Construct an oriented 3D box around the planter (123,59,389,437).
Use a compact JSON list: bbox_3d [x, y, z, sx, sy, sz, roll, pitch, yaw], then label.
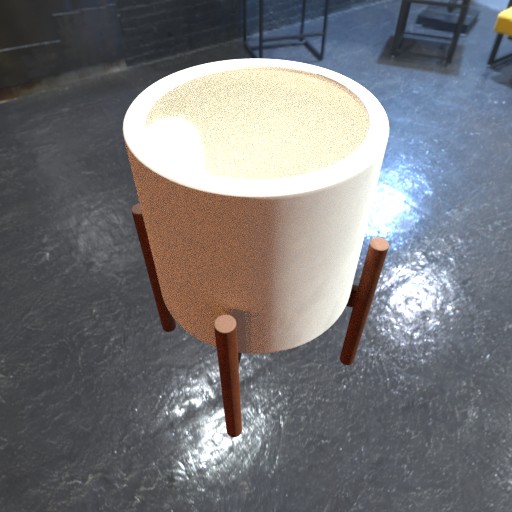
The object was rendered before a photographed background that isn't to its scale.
[{"bbox_3d":[0.000,0.000,0.507,0.224,0.358,0.224,-25,51,-22],"label":"planter"}]
